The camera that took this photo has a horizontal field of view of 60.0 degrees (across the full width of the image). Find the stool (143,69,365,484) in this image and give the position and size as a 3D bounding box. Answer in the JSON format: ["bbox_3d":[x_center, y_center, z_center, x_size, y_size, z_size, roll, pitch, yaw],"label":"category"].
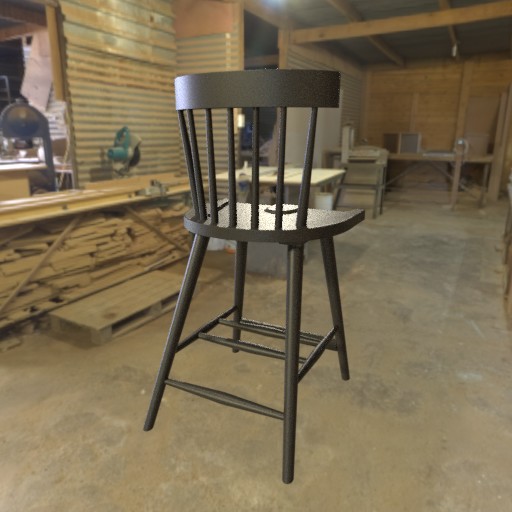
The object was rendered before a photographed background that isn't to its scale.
[{"bbox_3d":[0.000,0.000,1.272,0.494,0.953,0.549,8,18,26],"label":"stool"}]
